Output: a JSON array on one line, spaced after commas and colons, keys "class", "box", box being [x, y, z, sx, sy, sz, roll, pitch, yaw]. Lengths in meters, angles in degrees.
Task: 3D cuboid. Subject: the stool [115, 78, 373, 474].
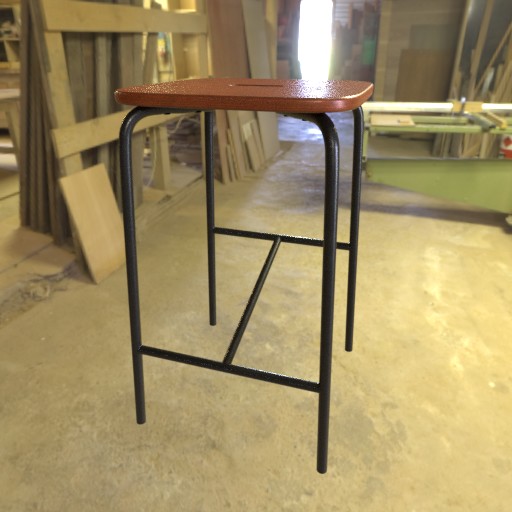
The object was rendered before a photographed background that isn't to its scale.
[{"class": "stool", "box": [0.000, 0.000, 0.847, 0.376, 0.610, 0.376, 8, 26, 16]}]
